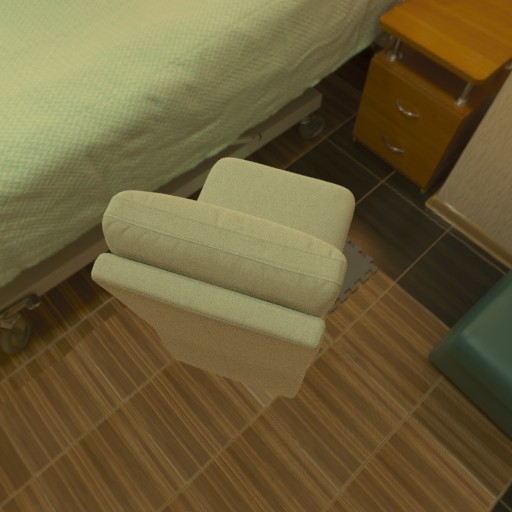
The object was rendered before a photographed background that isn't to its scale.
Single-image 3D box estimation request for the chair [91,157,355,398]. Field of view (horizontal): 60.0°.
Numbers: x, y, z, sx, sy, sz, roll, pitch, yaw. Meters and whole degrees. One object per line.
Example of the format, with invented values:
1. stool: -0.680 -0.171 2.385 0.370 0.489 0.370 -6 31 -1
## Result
1. chair: 0.000 0.000 1.340 0.503 0.927 0.698 16 63 9
